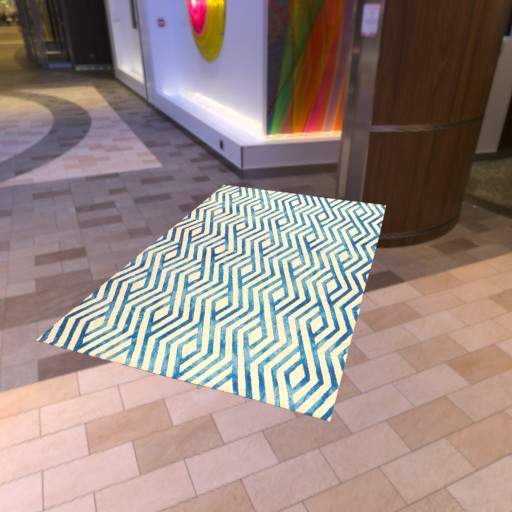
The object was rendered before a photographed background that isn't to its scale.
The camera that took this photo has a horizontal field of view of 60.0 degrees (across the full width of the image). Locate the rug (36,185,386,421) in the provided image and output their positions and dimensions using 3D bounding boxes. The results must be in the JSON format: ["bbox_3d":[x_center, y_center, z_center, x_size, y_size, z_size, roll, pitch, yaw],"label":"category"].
[{"bbox_3d":[0.000,0.000,3.053,1.531,0.008,2.439,10,31,17],"label":"rug"}]
